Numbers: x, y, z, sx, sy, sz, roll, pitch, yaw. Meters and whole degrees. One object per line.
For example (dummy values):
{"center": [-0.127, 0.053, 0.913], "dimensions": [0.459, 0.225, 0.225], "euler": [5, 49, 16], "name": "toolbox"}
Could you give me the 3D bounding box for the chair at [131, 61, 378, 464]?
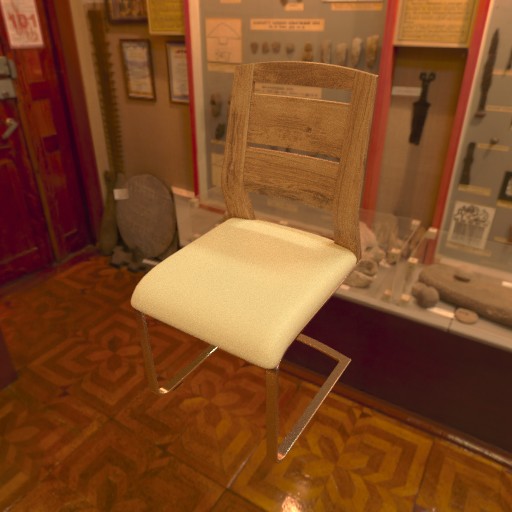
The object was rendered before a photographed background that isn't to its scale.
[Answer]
{"center": [0.000, 0.000, 1.232], "dimensions": [0.457, 0.955, 0.561], "euler": [18, 34, 29], "name": "chair"}
